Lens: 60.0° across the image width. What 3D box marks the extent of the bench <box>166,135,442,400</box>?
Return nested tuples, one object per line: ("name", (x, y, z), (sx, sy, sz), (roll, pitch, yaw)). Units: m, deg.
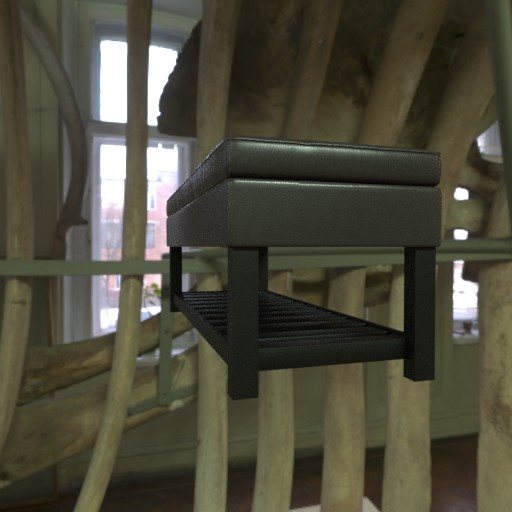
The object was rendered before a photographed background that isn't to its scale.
("bench", (0.000, 0.000, 1.312), (0.432, 0.460, 1.105), (0, 1, -17))
